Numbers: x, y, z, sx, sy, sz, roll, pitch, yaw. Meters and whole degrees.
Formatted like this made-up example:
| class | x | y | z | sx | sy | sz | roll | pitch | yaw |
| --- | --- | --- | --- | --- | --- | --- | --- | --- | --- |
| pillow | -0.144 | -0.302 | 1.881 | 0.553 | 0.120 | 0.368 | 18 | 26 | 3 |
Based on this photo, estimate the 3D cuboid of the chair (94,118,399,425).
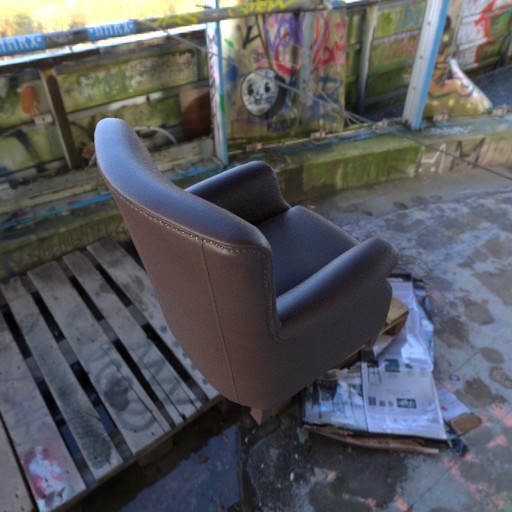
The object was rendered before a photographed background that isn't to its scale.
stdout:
| class | x | y | z | sx | sy | sz | roll | pitch | yaw |
| --- | --- | --- | --- | --- | --- | --- | --- | --- | --- |
| chair | 0.000 | 0.000 | 1.333 | 0.746 | 0.800 | 0.700 | -25 | 47 | -27 |
